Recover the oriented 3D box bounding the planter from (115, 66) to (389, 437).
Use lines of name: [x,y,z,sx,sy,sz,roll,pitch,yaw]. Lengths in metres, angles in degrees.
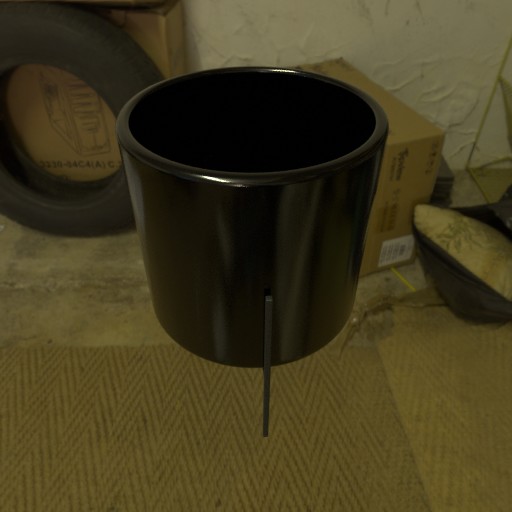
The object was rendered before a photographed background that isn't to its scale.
planter: [0.000,0.000,0.634,0.310,0.432,0.310,-14,43,-16]
